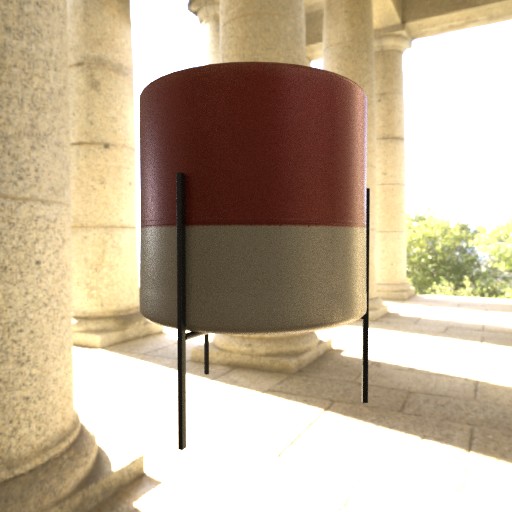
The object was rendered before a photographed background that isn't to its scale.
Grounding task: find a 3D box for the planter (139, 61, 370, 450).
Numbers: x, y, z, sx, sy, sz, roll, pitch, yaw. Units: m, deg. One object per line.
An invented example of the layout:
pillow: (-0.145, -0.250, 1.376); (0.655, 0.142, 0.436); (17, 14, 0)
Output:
planter: (0.000, 0.000, 0.692); (0.354, 0.465, 0.345); (0, 2, -1)
